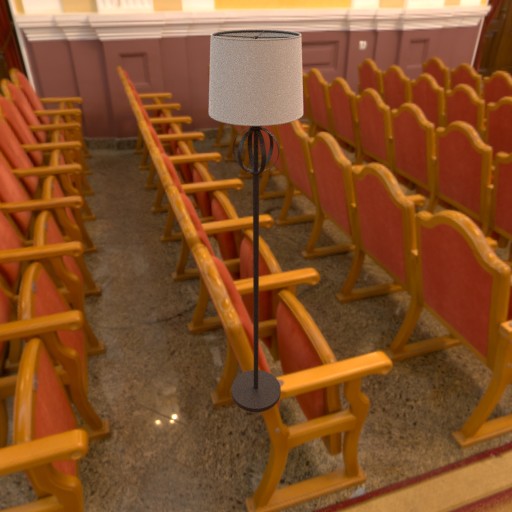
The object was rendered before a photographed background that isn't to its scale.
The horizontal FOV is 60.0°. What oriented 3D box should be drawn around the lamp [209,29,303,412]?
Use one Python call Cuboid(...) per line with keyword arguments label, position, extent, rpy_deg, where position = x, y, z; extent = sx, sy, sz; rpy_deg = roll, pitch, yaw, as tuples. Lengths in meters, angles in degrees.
Cuboid(label="lamp", position=(0.000, 0.000, 1.625), extent=(0.286, 1.462, 0.286), rpy_deg=(-10, 34, -16))
